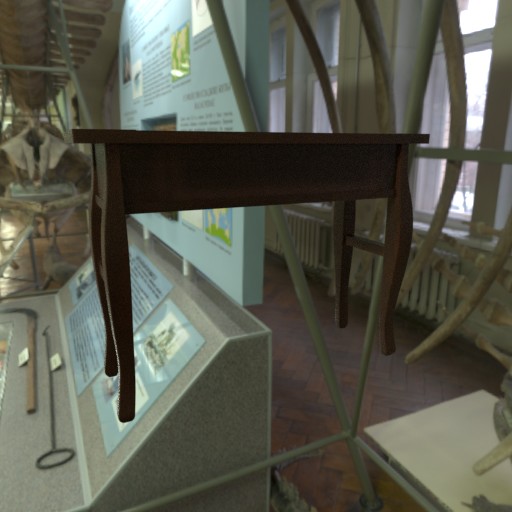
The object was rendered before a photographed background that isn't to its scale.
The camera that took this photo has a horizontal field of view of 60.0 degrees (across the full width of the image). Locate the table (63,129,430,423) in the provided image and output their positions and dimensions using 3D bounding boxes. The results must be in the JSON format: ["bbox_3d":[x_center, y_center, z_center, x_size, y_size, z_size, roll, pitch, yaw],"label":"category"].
[{"bbox_3d":[0.000,0.000,1.439,1.062,0.768,0.373,-7,16,-25],"label":"table"}]
